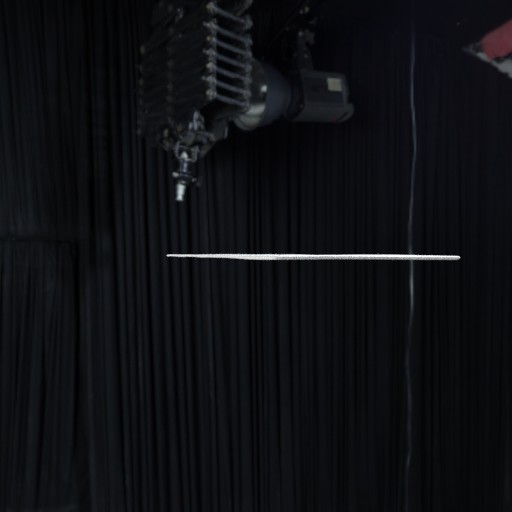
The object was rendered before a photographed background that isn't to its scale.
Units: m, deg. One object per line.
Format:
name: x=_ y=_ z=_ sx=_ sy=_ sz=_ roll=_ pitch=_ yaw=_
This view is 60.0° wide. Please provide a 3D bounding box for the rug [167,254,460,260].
rug: x=0.000 y=0.000 z=2.334 sx=0.645 sy=0.015 sz=2.182 roll=0 pitch=0 yaw=-19
